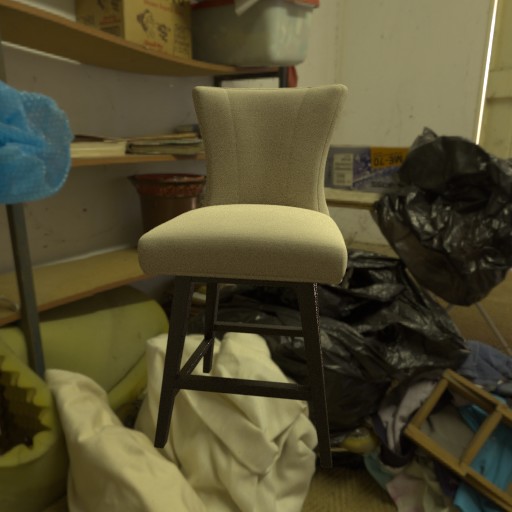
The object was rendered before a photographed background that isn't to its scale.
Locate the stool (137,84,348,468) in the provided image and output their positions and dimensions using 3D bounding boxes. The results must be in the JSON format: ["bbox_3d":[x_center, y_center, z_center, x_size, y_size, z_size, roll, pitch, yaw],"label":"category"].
[{"bbox_3d":[0.000,0.000,1.332,0.514,1.000,0.574,3,16,9],"label":"stool"}]
